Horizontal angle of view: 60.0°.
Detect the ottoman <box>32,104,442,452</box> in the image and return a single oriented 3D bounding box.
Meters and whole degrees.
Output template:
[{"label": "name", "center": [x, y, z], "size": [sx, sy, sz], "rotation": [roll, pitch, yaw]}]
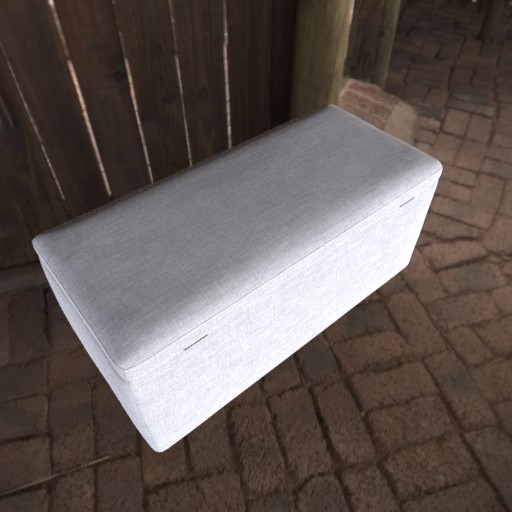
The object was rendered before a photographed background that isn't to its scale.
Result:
[{"label": "ottoman", "center": [0.000, 0.000, 1.132], "size": [0.902, 0.432, 0.419], "rotation": [-31, 54, -26]}]
